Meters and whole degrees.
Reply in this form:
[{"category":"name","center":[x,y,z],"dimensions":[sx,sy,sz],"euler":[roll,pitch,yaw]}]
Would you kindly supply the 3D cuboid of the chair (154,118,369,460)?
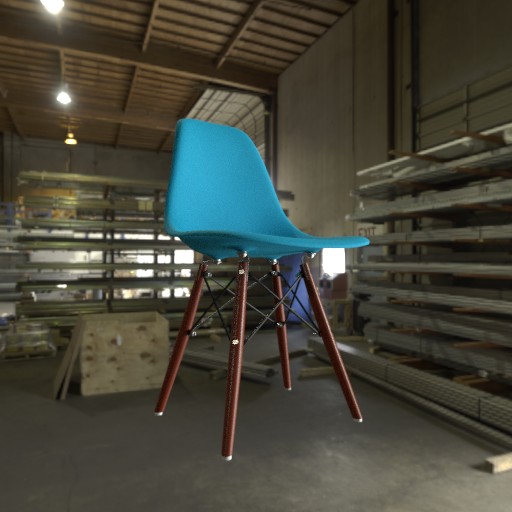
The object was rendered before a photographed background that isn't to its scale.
[{"category":"chair","center":[0.000,0.000,1.152],"dimensions":[0.470,0.826,0.533],"euler":[0,-1,-34]}]
